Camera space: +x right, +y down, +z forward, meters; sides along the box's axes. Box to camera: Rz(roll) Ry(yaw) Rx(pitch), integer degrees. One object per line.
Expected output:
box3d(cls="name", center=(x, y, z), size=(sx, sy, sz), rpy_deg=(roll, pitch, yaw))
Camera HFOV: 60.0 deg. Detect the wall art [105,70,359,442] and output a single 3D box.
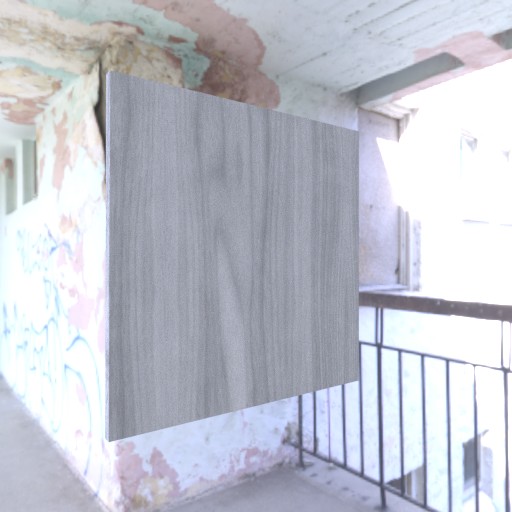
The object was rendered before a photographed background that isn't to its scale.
box3d(cls="wall art", center=(0.000, 0.000, 0.759), size=(0.508, 0.507, 0.016), rpy_deg=(0, 0, -36))
